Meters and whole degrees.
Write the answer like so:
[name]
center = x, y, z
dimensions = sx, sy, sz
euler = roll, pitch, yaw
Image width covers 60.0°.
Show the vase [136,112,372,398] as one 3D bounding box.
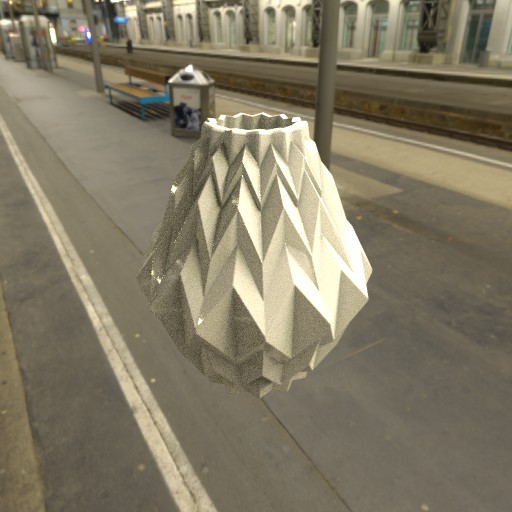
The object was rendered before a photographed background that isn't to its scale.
[vase]
center = 0.000, 0.000, 0.312
dimensions = 0.164, 0.185, 0.164
euler = 0, 27, 0
